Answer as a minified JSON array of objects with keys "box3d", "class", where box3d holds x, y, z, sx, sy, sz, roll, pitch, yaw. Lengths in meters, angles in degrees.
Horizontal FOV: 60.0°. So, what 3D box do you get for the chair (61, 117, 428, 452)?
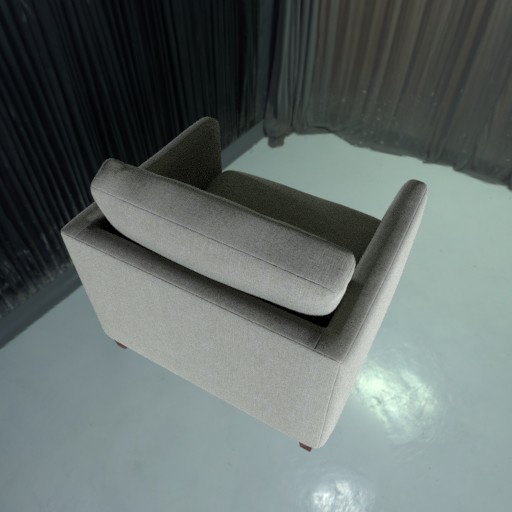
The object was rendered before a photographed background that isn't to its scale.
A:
[{"box3d":[0.000,0.000,1.849,1.107,0.963,0.959,22,51,20],"class":"chair"}]
